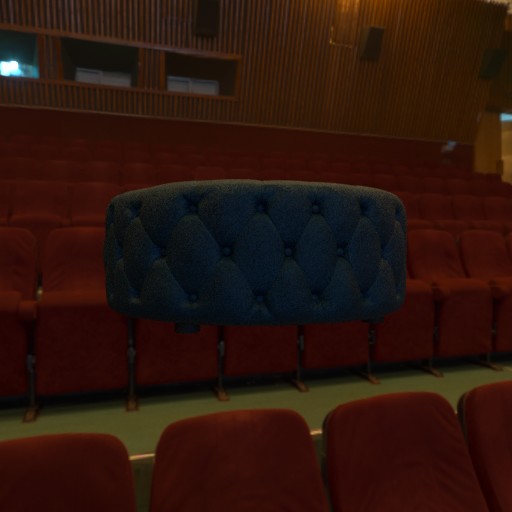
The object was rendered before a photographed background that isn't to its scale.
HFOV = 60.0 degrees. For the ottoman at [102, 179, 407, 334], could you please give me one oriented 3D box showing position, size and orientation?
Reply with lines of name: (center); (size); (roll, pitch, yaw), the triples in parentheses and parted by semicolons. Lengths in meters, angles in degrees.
ottoman: (0.000, 0.000, 1.524); (0.998, 0.398, 0.998); (0, 0, 0)
